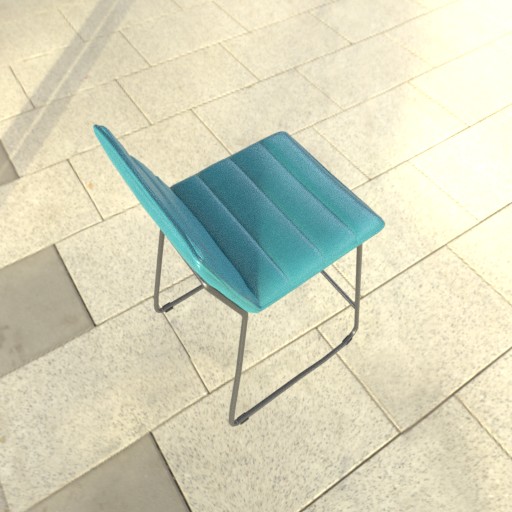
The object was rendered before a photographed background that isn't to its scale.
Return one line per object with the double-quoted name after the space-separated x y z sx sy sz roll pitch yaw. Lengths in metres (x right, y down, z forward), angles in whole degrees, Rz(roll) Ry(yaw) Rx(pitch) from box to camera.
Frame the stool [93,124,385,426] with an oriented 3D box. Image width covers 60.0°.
0.000 0.000 1.173 0.524 0.866 0.489 -31 62 -19 "stool"
